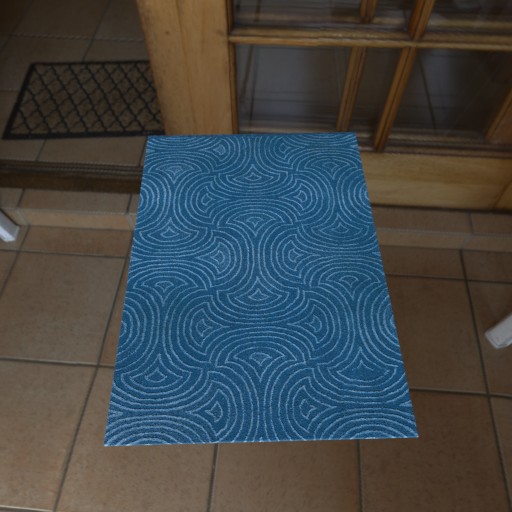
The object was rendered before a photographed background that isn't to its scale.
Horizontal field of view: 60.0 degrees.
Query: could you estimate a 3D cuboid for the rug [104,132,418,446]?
[{"bbox_3d":[0.000,0.000,2.739,1.543,0.015,2.144,-1,58,-1],"label":"rug"}]
